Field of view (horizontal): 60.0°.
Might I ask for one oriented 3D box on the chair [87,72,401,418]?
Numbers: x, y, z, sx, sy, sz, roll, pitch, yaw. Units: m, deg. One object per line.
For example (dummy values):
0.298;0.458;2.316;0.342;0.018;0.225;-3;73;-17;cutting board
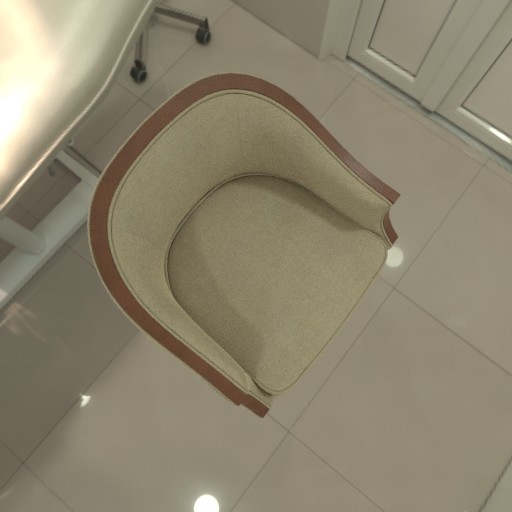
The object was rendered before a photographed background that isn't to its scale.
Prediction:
0.000;0.000;1.453;0.735;0.876;0.803;38;78;9;chair
